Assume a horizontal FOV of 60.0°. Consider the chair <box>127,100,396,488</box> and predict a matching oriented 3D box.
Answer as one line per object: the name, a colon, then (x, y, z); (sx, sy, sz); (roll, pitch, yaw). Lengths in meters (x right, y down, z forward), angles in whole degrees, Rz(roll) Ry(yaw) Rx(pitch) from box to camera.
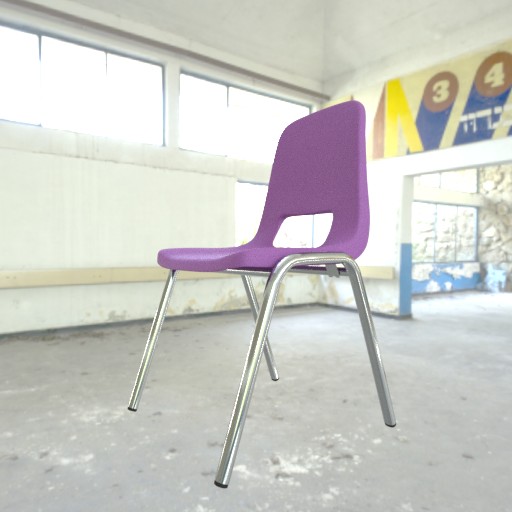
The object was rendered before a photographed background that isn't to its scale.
chair: (0.000, 0.000, 0.670); (0.301, 0.493, 0.291); (-1, 1, -35)
